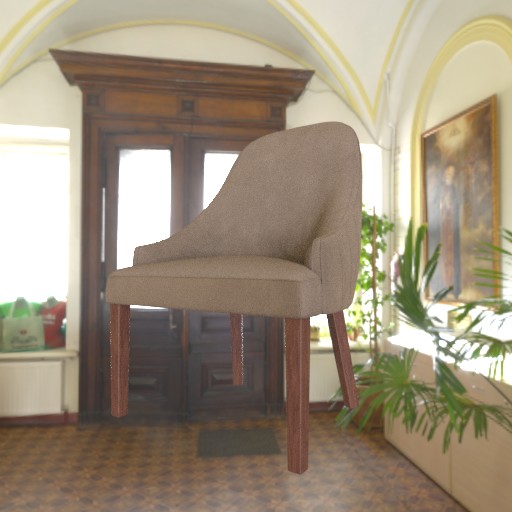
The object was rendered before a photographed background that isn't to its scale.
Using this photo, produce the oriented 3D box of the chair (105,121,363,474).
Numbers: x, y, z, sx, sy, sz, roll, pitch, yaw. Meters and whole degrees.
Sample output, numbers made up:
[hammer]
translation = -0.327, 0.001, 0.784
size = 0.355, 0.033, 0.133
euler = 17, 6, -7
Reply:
[chair]
translation = 0.000, 0.000, 1.285
size = 0.643, 0.889, 0.575
euler = -1, -1, 35
